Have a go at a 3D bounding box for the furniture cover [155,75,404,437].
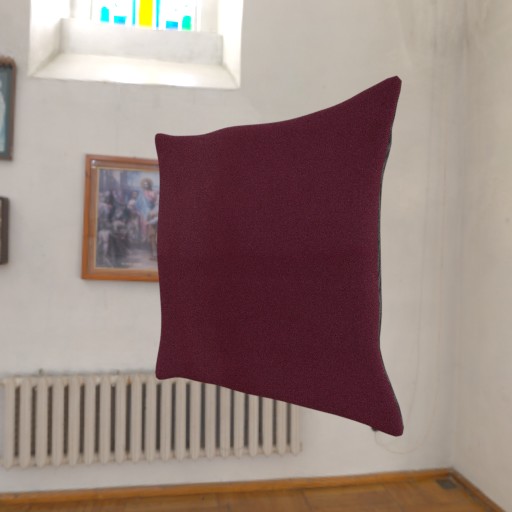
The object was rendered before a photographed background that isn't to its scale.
[{"bbox_3d":[0.000,0.000,0.777,0.514,0.513,0.163,0,0,37],"label":"furniture cover"}]
